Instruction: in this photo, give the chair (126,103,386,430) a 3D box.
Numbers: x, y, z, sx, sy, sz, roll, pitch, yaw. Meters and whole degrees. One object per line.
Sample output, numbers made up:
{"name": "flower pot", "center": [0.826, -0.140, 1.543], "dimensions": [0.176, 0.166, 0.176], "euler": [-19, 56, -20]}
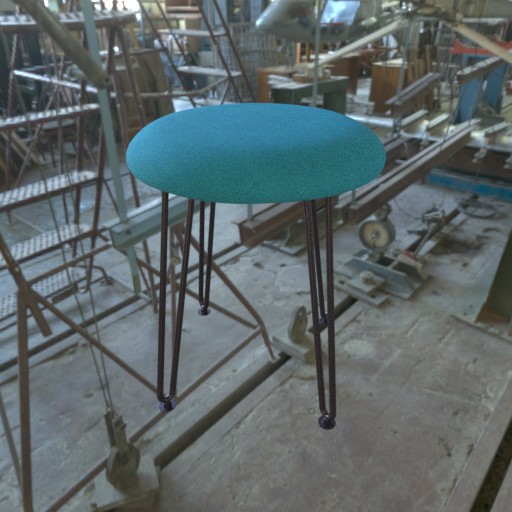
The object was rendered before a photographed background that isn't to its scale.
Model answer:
{"name": "chair", "center": [0.000, 0.000, 0.701], "dimensions": [0.350, 0.430, 0.350], "euler": [-2, 29, -4]}
